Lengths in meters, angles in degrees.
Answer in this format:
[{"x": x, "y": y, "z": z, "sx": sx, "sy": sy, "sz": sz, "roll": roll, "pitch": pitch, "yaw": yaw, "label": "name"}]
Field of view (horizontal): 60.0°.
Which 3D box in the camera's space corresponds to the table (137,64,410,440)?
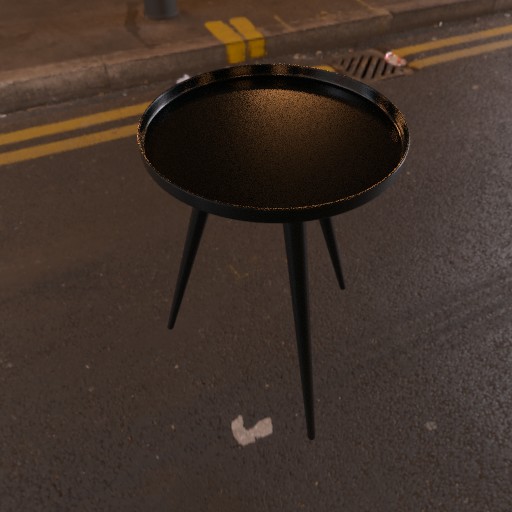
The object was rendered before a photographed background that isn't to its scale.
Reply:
[{"x": 0.000, "y": 0.000, "z": 0.813, "sx": 0.415, "sy": 0.548, "sz": 0.403, "roll": 10, "pitch": 48, "yaw": 9, "label": "table"}]
